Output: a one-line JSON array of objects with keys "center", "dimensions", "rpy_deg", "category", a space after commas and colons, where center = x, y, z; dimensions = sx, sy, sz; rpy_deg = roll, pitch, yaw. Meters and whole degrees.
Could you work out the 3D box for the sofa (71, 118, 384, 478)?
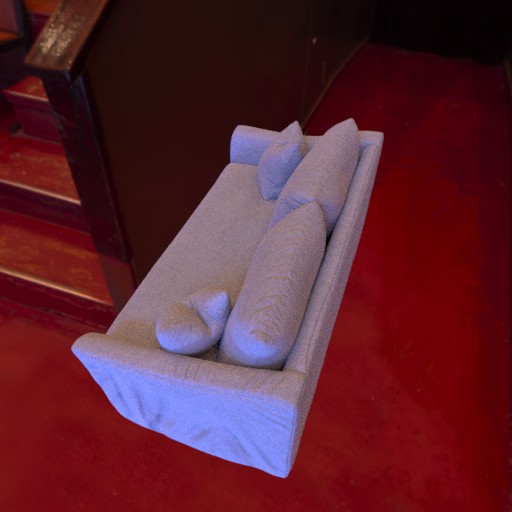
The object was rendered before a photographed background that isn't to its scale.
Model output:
[{"center": [0.000, 0.000, 2.610], "dimensions": [1.072, 1.018, 2.010], "rpy_deg": [15, 48, 14], "category": "sofa"}]
